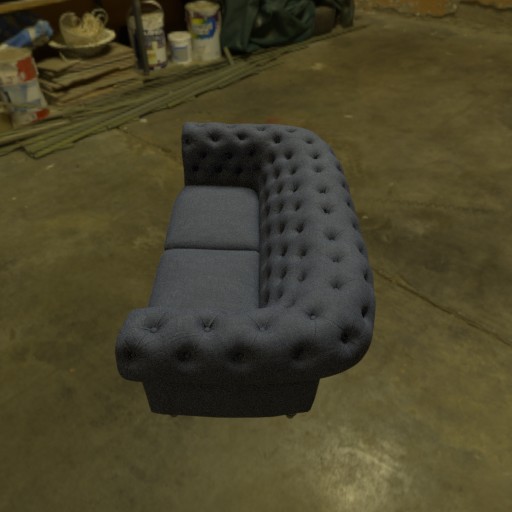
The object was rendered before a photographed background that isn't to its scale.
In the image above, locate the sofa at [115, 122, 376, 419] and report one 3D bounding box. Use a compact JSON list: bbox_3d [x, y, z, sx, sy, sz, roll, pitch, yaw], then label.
[{"bbox_3d":[0.000,0.000,2.542,1.082,0.833,1.988,0,41,0],"label":"sofa"}]
